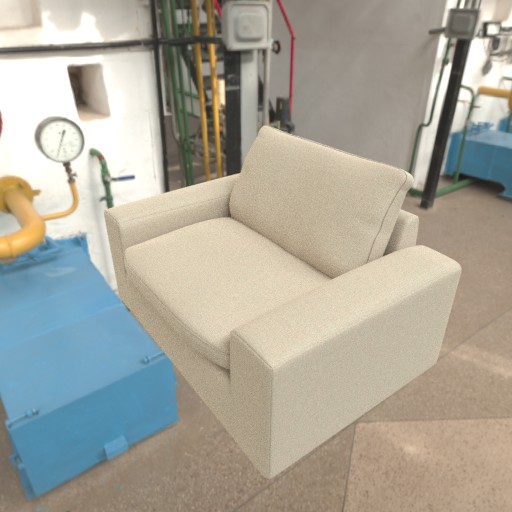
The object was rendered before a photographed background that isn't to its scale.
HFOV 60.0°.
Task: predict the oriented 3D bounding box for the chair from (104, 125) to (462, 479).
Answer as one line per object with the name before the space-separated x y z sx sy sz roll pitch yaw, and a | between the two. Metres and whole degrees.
chair | 0.000 0.000 2.046 1.039 0.915 1.398 -20 36 -31
